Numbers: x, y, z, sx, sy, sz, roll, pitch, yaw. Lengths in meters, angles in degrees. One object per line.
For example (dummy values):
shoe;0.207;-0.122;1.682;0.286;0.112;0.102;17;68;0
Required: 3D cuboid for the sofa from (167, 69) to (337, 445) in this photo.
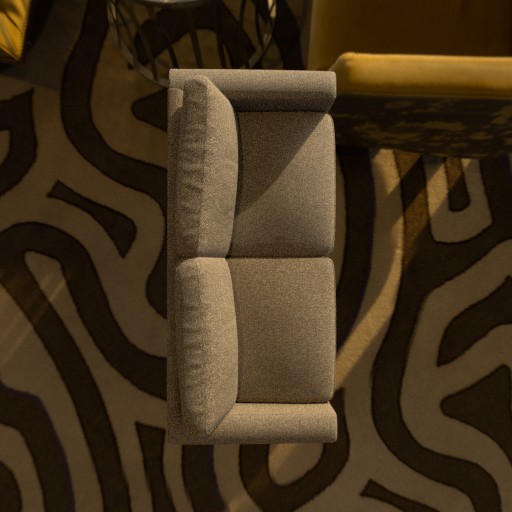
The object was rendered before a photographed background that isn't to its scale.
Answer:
sofa;0.000;0.000;2.692;1.016;0.873;2.179;0;89;-2
